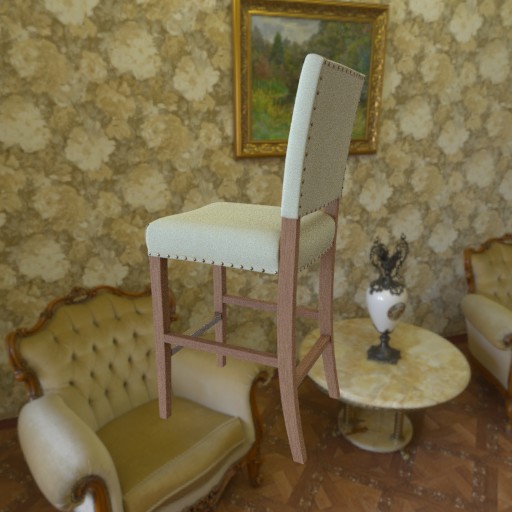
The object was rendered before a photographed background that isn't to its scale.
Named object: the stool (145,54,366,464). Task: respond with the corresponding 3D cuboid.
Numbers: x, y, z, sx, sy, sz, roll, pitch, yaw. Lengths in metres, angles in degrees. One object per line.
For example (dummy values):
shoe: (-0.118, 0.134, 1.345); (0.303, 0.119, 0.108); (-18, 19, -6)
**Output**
stool: (0.000, 0.000, 1.496); (0.584, 1.168, 0.445); (8, 18, 25)
